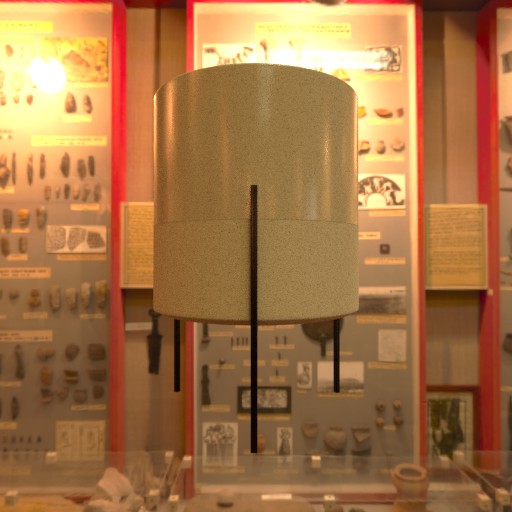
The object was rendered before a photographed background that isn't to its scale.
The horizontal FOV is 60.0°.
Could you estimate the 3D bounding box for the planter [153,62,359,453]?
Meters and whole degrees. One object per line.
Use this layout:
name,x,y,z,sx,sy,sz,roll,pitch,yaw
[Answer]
planter,0.000,0.000,0.692,0.314,0.475,0.323,0,-1,1
